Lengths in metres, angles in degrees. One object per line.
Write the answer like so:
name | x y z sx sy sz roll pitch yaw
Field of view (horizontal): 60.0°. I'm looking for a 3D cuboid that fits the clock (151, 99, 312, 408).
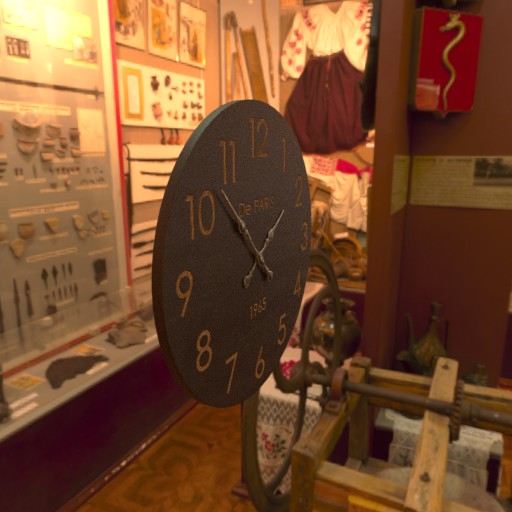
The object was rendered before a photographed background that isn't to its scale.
clock | 0.000 0.000 0.893 0.029 0.595 0.595 7 15 27
